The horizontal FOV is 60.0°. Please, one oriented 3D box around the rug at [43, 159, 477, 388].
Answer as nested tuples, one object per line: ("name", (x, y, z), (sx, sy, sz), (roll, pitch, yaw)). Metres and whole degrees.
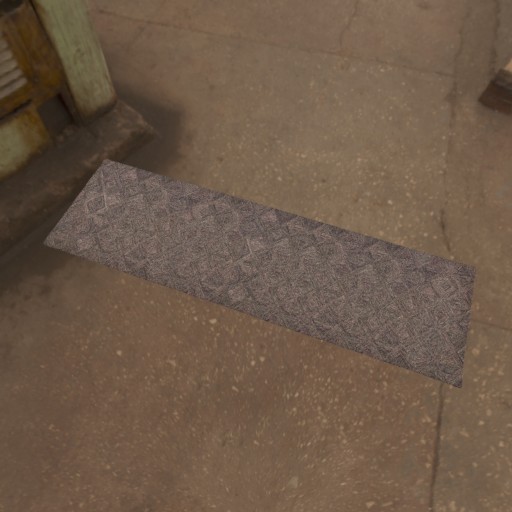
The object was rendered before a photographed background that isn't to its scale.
("rug", (0.000, 0.000, 2.435), (2.296, 0.011, 0.691), (18, 60, 10))
